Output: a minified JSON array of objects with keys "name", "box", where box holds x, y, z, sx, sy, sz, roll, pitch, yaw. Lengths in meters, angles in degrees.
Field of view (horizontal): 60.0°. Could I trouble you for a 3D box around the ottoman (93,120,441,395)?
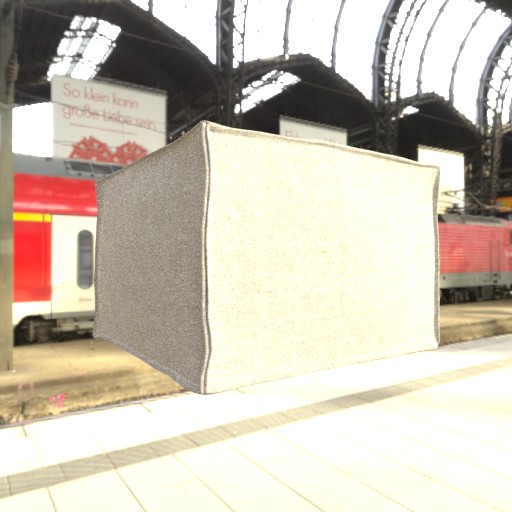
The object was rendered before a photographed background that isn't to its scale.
[{"name":"ottoman","box":[0.000,0.000,1.176,0.707,0.470,0.696,0,0,-35]}]
